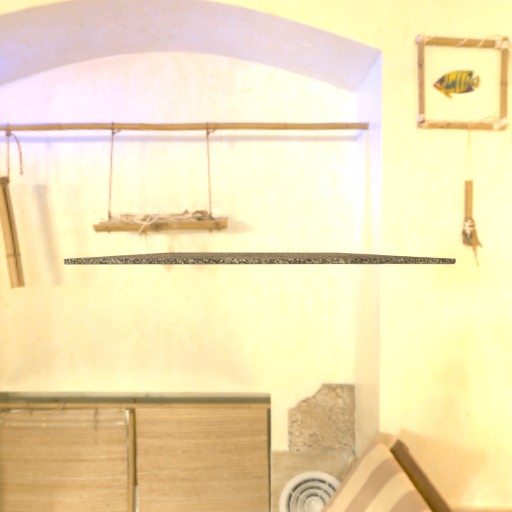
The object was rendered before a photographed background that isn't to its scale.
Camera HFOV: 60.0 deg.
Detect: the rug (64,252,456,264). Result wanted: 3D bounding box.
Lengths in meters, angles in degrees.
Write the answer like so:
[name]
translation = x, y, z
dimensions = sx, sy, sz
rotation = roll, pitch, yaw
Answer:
[rug]
translation = 0.000, 0.000, 3.370
dimensions = 1.802, 0.026, 2.699
rotation = 0, 1, -1
